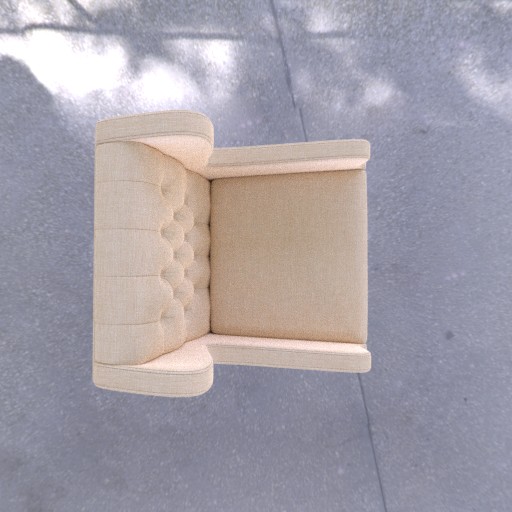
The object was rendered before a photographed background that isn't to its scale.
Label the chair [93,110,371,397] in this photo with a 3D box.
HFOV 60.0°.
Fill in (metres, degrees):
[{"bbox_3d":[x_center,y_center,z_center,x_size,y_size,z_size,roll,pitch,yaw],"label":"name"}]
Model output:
[{"bbox_3d":[0.000,0.000,1.452,0.760,0.930,0.710,0,89,0],"label":"chair"}]
